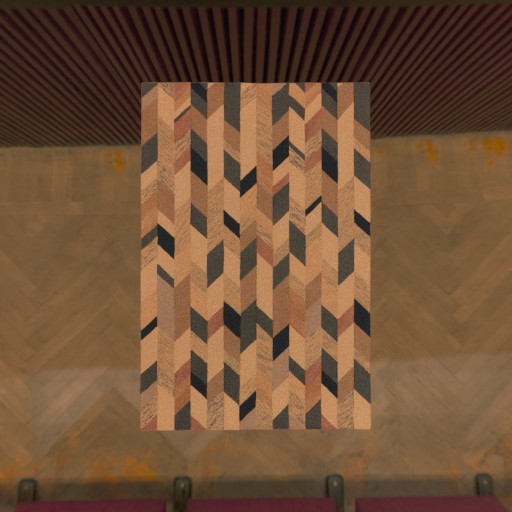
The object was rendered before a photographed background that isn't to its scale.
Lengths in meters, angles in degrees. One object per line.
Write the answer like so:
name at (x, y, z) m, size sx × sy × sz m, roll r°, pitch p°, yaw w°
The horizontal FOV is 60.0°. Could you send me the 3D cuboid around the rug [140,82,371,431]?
rug at (0.000, 0.000, 2.307) m, size 1.202 × 0.006 × 1.813 m, roll 0°, pitch 90°, yaw -1°
